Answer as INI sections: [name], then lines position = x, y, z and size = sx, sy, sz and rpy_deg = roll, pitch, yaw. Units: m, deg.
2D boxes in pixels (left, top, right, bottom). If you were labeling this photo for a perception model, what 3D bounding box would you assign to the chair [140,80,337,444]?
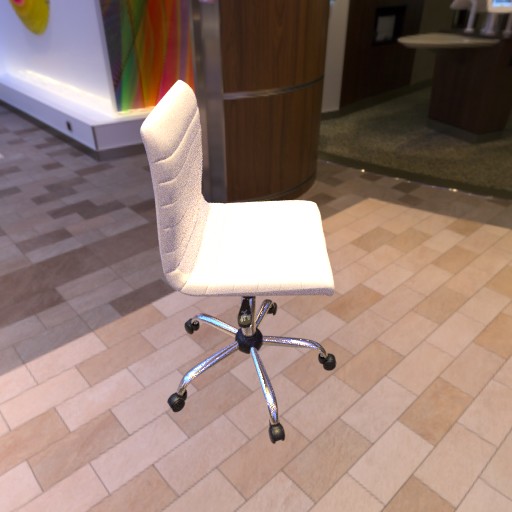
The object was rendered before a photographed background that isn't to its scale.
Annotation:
[chair]
position = 0.000, 0.000, 1.073
size = 0.455, 0.750, 0.520
rpy_deg = 1, 33, 1
